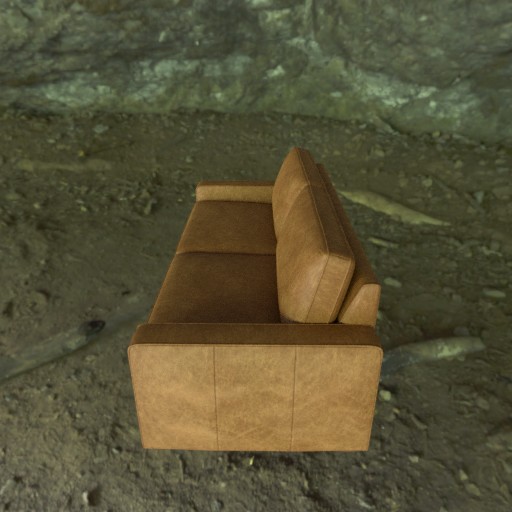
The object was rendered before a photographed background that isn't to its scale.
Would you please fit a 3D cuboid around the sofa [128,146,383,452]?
[{"bbox_3d":[0.000,0.000,2.658,0.991,0.928,2.156,0,27,1],"label":"sofa"}]
